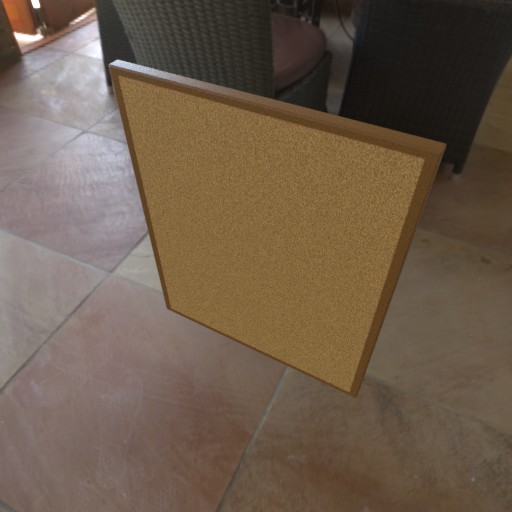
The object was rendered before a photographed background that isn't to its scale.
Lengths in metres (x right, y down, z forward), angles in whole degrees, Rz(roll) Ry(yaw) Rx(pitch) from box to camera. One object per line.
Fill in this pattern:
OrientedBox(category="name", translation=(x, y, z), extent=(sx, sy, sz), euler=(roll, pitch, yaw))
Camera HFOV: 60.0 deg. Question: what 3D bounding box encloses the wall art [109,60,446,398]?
OrientedBox(category="wall art", translation=(0.000, 0.000, 0.735), extent=(0.449, 0.550, 0.021), euler=(21, 50, 19))
